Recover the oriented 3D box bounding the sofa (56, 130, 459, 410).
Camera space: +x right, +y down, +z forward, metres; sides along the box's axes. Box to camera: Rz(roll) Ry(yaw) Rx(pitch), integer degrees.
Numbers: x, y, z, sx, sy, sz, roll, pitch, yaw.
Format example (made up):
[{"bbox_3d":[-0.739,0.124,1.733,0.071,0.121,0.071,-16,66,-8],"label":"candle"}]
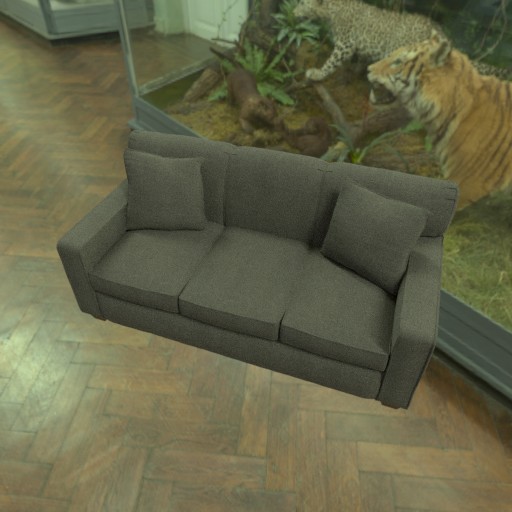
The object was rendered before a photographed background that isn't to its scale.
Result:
[{"bbox_3d":[0.000,0.000,2.598,2.024,0.958,0.997,13,43,15],"label":"sofa"}]
